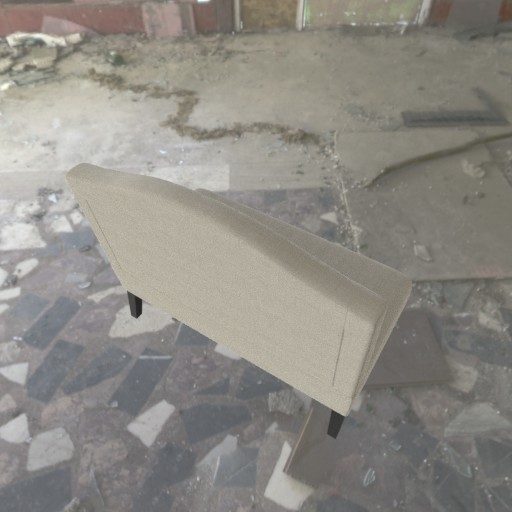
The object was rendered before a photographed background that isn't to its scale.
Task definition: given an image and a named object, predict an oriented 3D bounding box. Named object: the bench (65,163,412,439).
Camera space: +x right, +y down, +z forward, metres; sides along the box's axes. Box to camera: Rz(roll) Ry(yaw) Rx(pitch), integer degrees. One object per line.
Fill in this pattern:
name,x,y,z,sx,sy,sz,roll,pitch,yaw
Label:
bench,0.000,0.000,2.060,1.335,1.180,0.815,25,52,22
